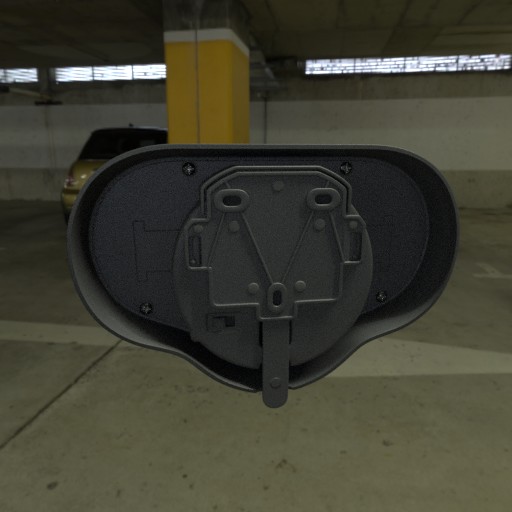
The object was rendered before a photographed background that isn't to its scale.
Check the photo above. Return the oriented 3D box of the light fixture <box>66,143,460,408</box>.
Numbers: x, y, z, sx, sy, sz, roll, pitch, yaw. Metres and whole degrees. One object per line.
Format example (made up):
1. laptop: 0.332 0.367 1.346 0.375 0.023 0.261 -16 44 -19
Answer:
1. light fixture: 0.000 0.000 0.333 0.229 0.159 0.159 -2 13 -9
